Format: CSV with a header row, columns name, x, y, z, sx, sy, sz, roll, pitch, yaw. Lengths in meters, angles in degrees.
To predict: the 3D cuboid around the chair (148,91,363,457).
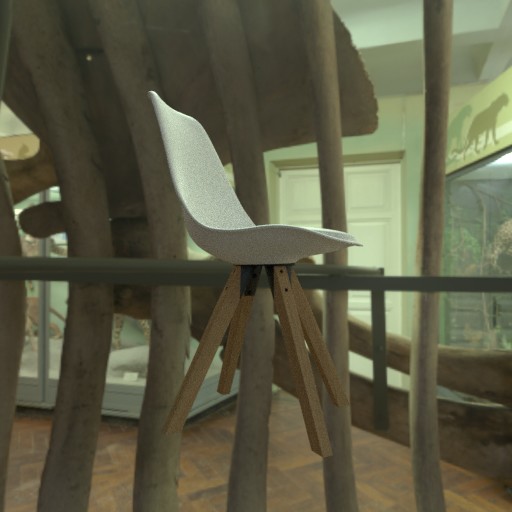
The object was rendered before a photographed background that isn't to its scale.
name,x,y,z,sx,sy,sz,roll,pitch,yaw
chair,0.000,0.000,1.170,0.550,0.849,0.485,0,0,18
